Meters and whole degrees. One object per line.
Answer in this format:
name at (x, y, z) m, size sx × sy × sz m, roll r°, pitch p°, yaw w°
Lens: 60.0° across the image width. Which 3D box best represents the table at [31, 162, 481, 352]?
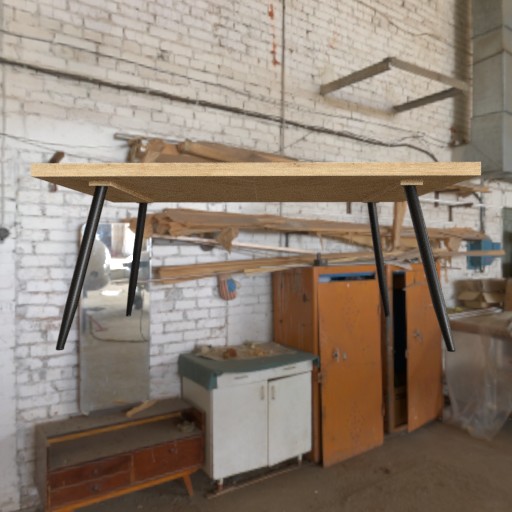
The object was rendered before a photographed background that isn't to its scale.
table at (0.000, 0.000, 2.276) m, size 1.803 × 0.762 × 0.991 m, roll 0°, pitch 1°, yaw 1°
